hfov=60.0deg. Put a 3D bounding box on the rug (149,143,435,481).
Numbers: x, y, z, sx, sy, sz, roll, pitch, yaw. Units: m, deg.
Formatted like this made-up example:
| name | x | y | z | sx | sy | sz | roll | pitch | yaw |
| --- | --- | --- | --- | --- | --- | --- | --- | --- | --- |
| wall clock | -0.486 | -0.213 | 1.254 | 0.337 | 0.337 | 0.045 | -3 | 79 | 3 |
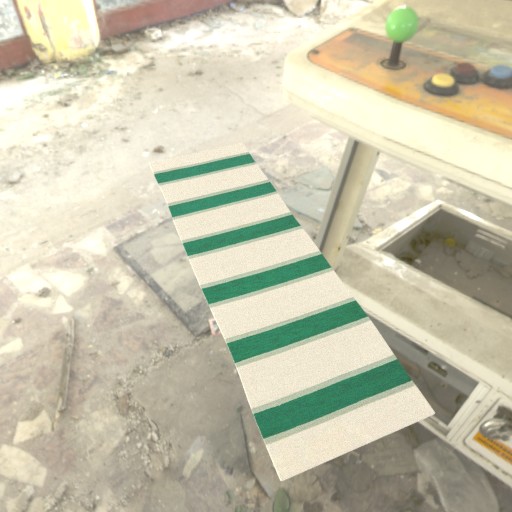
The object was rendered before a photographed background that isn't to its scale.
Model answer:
| name | x | y | z | sx | sy | sz | roll | pitch | yaw |
| --- | --- | --- | --- | --- | --- | --- | --- | --- | --- |
| rug | 0.000 | 0.000 | 2.682 | 0.768 | 0.012 | 2.438 | -16 | 48 | -15 |
